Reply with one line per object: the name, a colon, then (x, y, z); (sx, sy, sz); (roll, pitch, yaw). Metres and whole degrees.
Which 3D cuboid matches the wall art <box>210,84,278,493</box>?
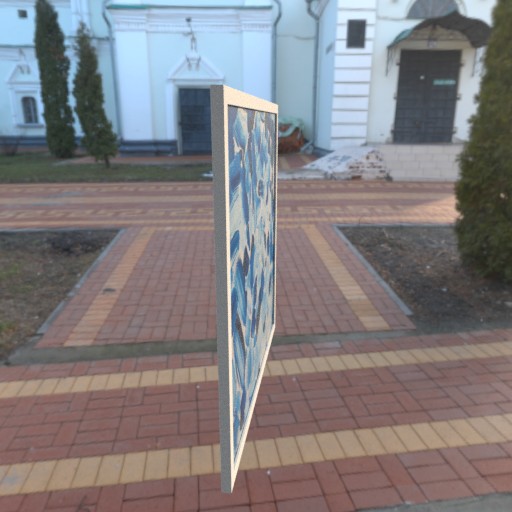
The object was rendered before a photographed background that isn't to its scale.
wall art: (0.000, 0.000, 0.681); (0.012, 0.457, 0.457); (3, 17, 9)
